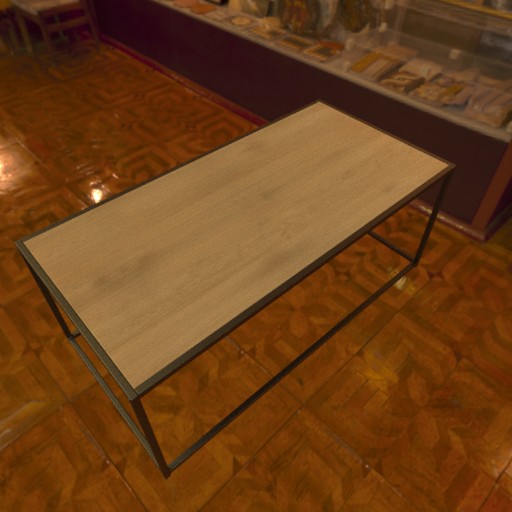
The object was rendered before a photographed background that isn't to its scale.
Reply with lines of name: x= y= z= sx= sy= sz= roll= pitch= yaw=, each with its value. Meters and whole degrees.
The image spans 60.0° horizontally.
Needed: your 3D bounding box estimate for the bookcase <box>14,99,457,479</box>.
bookcase: x=0.000 y=0.000 z=1.231 sx=1.000 sy=0.400 sz=0.500 roll=-33 pitch=54 yaw=-27
